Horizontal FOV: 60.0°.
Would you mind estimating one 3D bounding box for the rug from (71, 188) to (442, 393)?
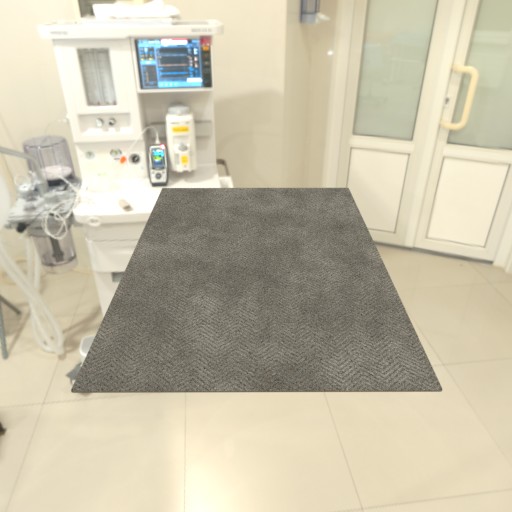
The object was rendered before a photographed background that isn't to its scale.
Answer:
[{"bbox_3d":[0.000,0.000,2.856,1.600,0.008,2.235,0,31,0],"label":"rug"}]
